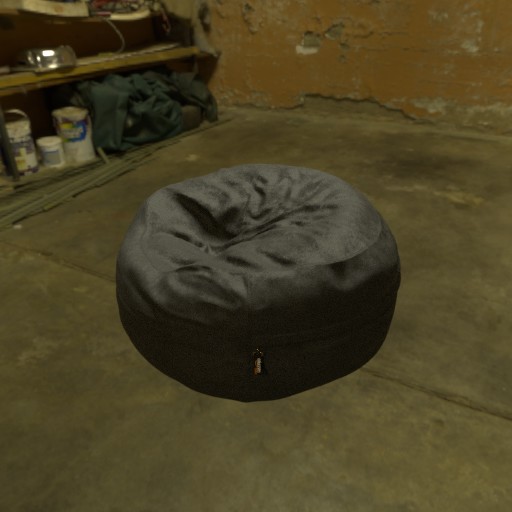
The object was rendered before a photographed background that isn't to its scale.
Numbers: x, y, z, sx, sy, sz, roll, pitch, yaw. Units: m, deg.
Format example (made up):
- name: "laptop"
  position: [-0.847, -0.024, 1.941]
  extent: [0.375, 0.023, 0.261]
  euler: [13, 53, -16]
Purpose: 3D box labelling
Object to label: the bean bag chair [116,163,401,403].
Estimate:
- name: "bean bag chair"
  position: [0.000, 0.000, 2.448]
  extent: [1.525, 0.751, 1.525]
  euler: [0, 30, 0]
